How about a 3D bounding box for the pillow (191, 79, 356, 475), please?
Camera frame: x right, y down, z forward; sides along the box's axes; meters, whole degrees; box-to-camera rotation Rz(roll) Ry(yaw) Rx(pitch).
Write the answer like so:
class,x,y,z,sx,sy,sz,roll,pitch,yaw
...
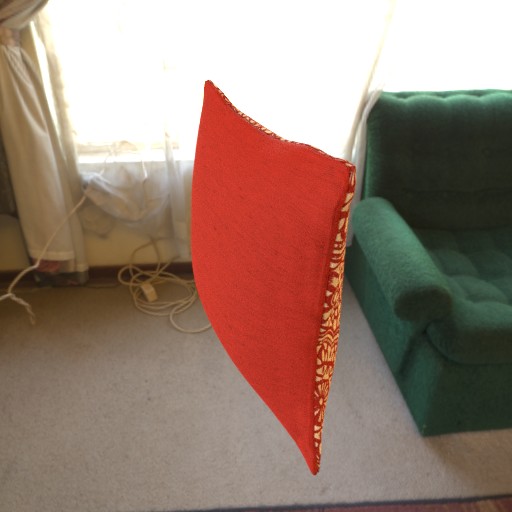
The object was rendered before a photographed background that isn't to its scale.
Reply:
class,x,y,z,sx,sy,sz,roll,pitch,yaw
pillow,0.000,0.000,0.643,0.162,0.419,0.438,-11,33,-18
